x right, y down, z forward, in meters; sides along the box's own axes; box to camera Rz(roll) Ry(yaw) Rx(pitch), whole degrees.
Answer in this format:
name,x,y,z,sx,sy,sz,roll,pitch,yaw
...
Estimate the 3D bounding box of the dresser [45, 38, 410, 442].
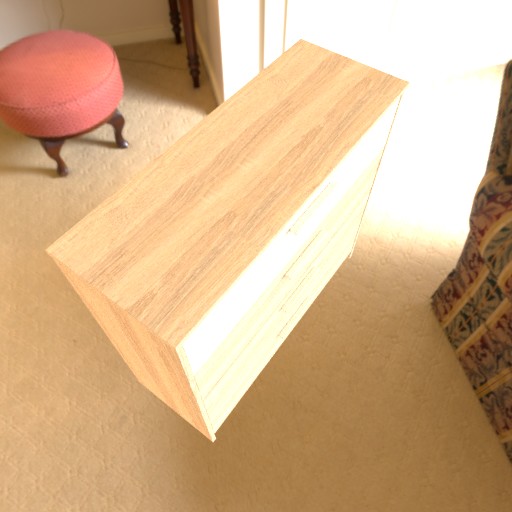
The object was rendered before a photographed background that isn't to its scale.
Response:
name,x,y,z,sx,sy,sz,roll,pitch,yaw
dresser,0.000,0.000,1.462,0.380,0.900,0.980,32,62,19
